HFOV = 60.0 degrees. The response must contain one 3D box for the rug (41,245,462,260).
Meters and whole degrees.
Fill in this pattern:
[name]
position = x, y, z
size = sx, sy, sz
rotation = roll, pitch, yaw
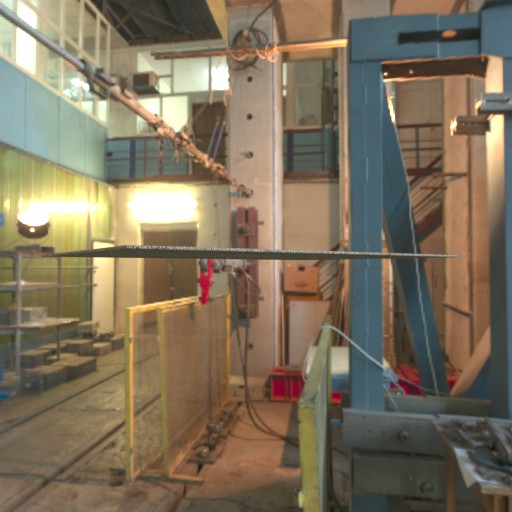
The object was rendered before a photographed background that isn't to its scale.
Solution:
[rug]
position = 0.000, 0.000, 2.892
size = 2.283, 0.013, 1.547
rotation = 1, -2, -36
